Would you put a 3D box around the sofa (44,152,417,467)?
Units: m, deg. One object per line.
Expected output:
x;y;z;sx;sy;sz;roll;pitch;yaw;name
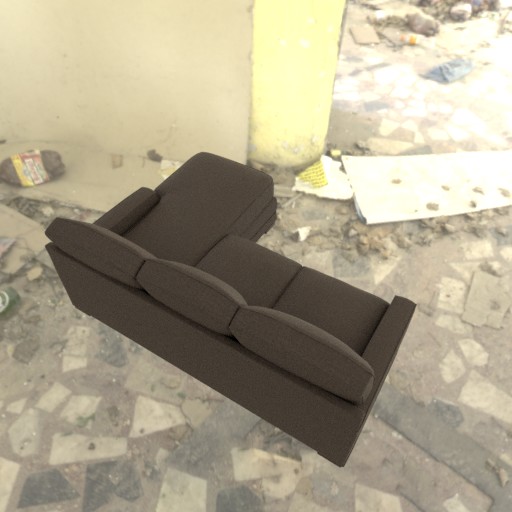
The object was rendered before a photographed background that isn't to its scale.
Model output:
0.000;0.000;3.338;2.370;0.973;1.790;24;51;21;sofa
